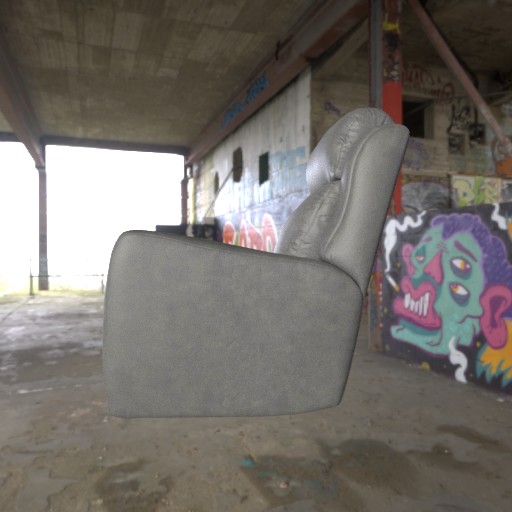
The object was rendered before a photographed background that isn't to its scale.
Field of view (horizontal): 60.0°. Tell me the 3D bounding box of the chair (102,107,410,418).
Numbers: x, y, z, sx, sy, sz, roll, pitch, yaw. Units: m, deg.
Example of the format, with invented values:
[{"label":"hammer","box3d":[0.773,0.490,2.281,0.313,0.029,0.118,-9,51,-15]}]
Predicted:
[{"label":"chair","box3d":[0.000,0.000,1.942,1.068,1.116,0.967,0,1,0]}]
